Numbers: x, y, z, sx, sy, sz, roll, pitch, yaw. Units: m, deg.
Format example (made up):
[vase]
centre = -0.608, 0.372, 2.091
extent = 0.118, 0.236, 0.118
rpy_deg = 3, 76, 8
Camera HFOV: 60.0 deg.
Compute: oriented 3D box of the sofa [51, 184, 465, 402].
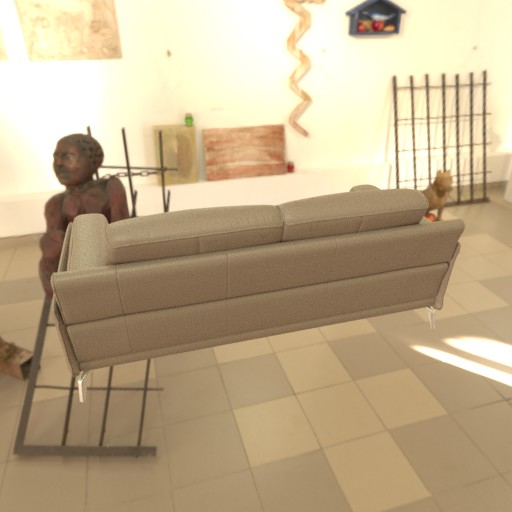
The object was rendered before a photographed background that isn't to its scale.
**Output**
[sofa]
centre = 0.000, 0.000, 2.556
extent = 2.101, 0.930, 1.049
rpy_deg = -8, 29, -15
